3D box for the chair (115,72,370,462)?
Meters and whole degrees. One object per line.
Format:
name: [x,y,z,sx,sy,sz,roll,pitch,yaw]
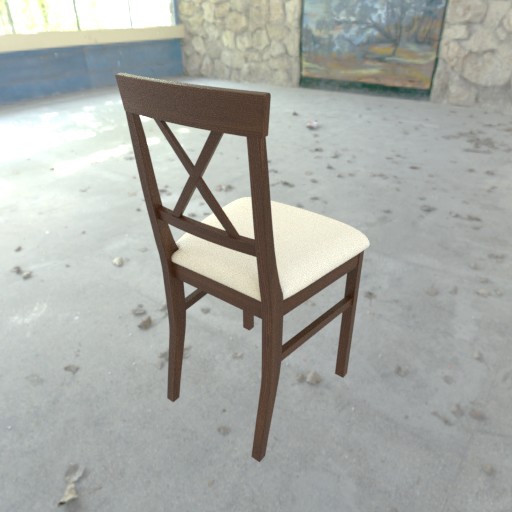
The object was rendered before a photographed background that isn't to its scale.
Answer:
chair: [0.000,0.000,1.164,0.440,0.913,0.480,21,36,32]
